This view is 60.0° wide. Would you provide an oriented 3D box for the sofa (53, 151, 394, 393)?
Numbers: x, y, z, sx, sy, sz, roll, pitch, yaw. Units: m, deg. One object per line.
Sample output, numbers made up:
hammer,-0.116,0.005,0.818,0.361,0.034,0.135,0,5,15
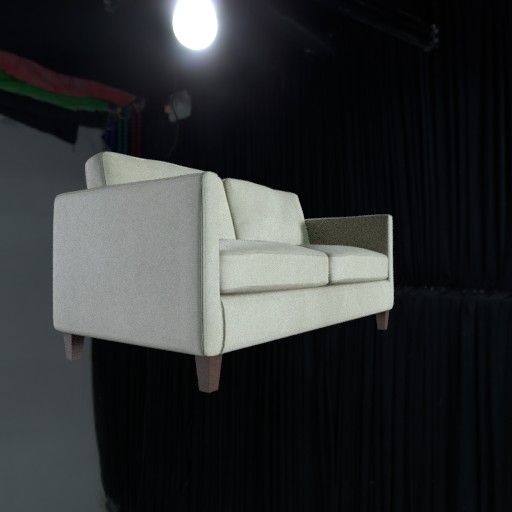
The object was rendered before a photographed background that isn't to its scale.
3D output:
sofa,0.000,0.000,2.437,0.950,0.940,1.846,0,-1,36
